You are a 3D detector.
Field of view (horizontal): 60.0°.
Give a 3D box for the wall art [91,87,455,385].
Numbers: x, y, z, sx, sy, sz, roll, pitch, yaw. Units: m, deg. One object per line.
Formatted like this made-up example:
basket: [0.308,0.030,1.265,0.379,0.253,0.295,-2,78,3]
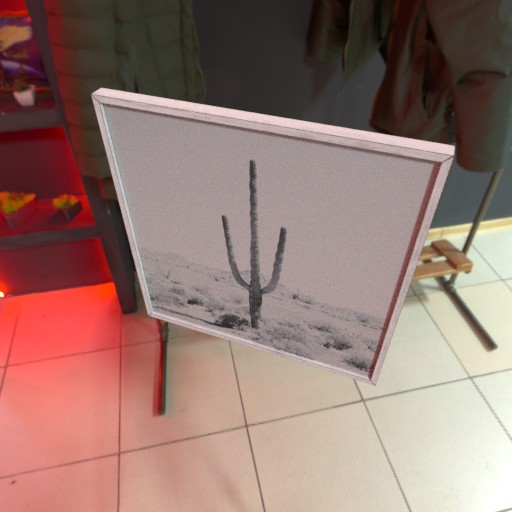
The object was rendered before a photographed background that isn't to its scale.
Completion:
wall art: [0.000,0.000,1.153,0.762,0.762,0.038,14,45,15]
